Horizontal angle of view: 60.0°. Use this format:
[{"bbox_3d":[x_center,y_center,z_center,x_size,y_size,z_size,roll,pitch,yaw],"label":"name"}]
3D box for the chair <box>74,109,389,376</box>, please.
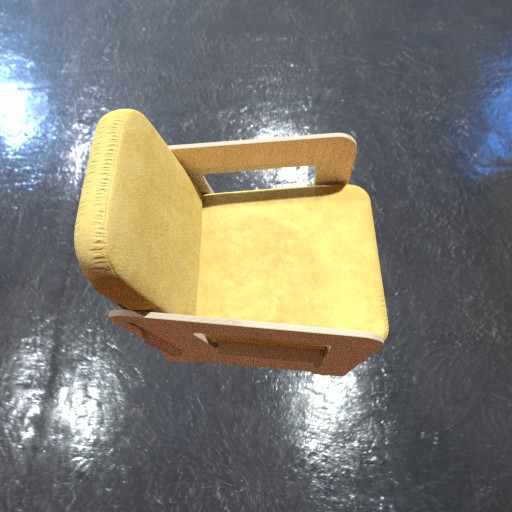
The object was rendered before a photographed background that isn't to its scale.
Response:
[{"bbox_3d":[0.000,0.000,1.261,0.710,0.800,0.590,0,63,0],"label":"chair"}]
